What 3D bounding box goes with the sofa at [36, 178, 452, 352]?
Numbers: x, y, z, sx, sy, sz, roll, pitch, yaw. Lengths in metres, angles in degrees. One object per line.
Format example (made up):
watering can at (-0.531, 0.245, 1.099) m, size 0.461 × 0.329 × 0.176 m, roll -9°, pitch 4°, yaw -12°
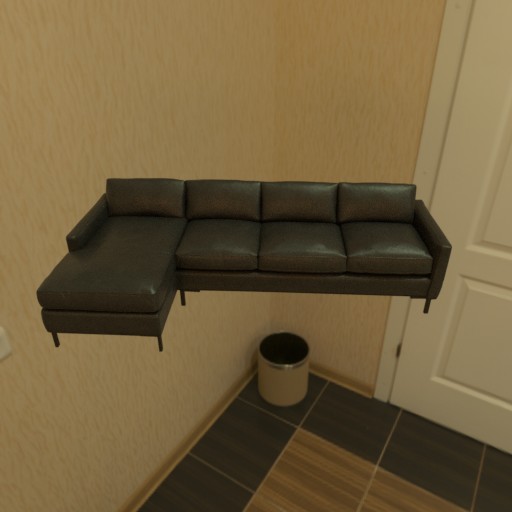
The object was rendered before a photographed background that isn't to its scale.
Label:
sofa at (0.000, 0.000, 3.614) m, size 2.993 × 0.859 × 1.471 m, roll 2°, pitch 30°, yaw 3°
